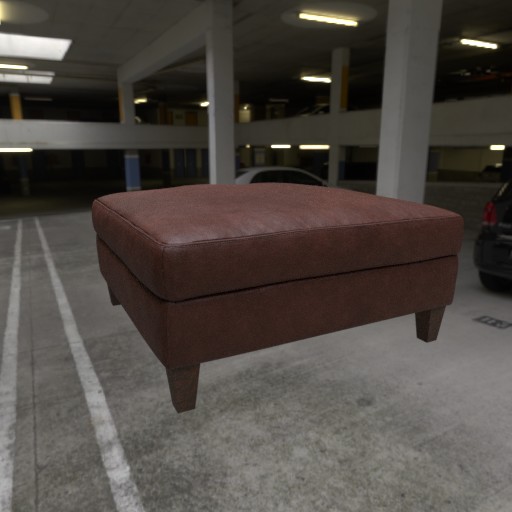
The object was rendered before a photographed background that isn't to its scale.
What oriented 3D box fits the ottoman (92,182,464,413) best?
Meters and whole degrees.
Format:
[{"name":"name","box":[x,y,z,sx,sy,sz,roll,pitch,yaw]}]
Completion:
[{"name":"ottoman","box":[0.000,0.000,1.351,0.844,0.415,0.836,-7,16,-27]}]
